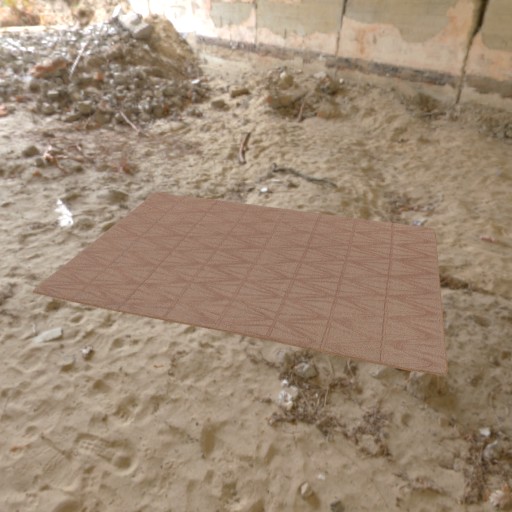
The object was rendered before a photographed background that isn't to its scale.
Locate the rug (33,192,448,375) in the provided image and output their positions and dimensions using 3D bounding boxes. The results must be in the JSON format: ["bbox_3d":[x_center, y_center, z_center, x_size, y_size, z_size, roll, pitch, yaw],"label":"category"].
[{"bbox_3d":[0.000,0.000,2.340,1.837,0.025,1.230,9,33,14],"label":"rug"}]
